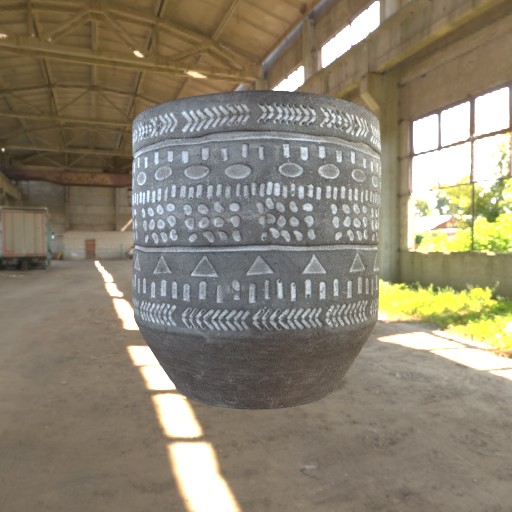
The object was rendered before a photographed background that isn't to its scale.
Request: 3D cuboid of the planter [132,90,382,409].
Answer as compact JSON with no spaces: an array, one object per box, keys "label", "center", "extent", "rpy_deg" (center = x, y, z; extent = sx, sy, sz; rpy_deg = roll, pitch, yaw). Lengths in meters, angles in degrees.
[{"label":"planter","center":[0.000,0.000,0.226],"extent":[0.122,0.128,0.122],"rpy_deg":[0,2,0]}]
